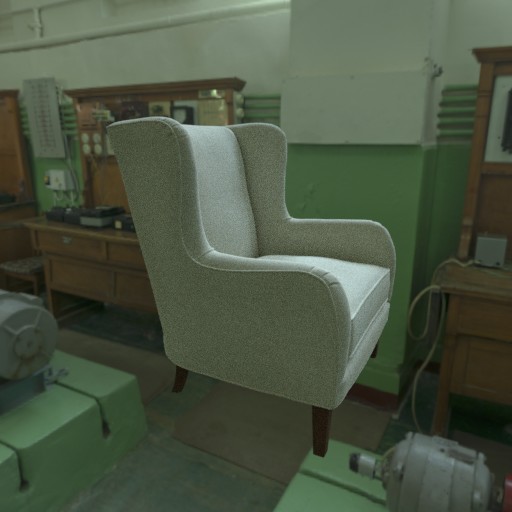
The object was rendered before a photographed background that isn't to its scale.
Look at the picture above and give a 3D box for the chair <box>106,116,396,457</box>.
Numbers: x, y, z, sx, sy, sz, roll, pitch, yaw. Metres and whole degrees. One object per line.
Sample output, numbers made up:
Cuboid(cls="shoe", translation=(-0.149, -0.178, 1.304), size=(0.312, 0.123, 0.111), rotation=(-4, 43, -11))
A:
Cuboid(cls="chair", translation=(0.000, 0.000, 1.767), size=(0.966, 1.040, 0.838), rotation=(8, 17, 26))
